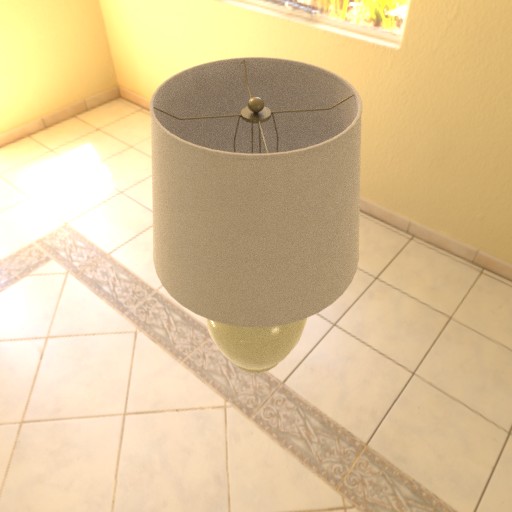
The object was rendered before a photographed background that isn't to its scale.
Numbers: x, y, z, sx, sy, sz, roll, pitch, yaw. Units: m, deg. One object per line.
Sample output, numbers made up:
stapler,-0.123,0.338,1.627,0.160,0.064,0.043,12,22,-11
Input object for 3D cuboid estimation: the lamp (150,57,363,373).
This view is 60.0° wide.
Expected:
lamp,0.000,0.000,0.537,0.239,0.399,0.239,0,45,0
